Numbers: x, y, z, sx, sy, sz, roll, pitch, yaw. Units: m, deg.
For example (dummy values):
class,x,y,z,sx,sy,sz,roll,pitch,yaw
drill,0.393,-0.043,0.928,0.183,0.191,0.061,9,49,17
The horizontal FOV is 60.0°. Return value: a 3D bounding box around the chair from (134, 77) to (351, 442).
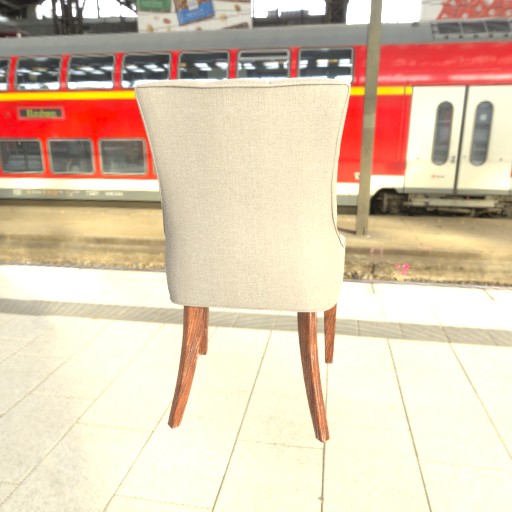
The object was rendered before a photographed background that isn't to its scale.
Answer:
class,x,y,z,sx,sy,sz,roll,pitch,yaw
chair,0.000,0.000,1.238,0.509,0.874,0.565,2,16,8
